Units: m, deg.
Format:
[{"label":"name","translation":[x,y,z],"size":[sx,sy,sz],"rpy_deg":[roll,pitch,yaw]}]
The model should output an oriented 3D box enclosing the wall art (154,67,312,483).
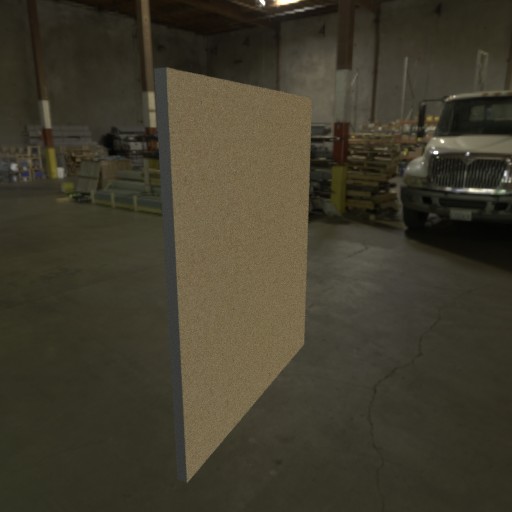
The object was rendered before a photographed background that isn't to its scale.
[{"label":"wall art","translation":[0.000,0.000,1.209],"size":[0.028,0.863,0.755],"rpy_deg":[7,17,25]}]
